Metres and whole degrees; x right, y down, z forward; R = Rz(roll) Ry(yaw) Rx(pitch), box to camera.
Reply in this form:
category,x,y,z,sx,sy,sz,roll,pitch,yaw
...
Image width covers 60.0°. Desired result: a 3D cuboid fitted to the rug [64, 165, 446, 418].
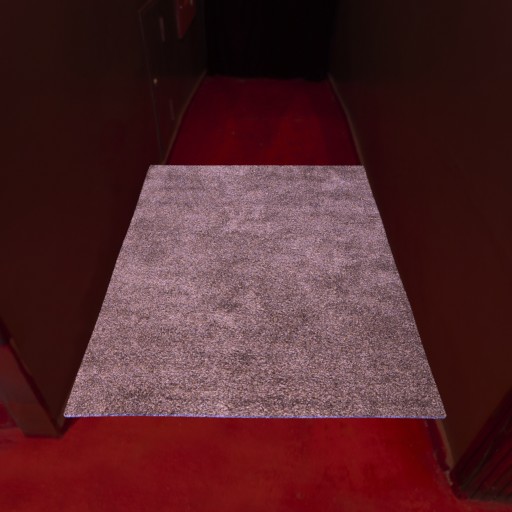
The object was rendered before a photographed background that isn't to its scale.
category,x,y,z,sx,sy,sz,roll,pitch,yaw
rug,0.000,0.000,3.883,2.401,0.025,3.000,0,42,0
